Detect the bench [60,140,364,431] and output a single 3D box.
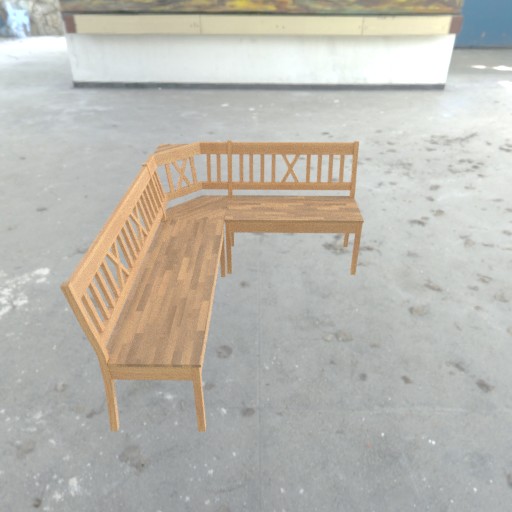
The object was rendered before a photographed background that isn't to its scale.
[{"bbox_3d":[0.000,0.000,2.820,1.537,0.902,1.937,0,32,1],"label":"bench"}]
